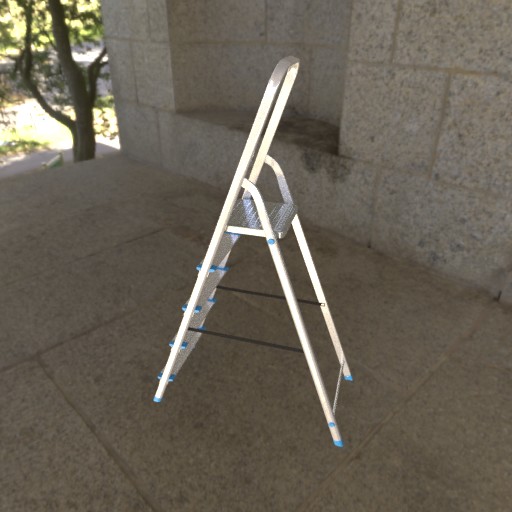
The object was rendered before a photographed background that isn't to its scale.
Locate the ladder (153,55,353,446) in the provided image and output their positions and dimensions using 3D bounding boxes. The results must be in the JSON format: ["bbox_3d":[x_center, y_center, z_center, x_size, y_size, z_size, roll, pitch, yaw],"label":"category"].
[{"bbox_3d":[0.000,0.000,1.998,0.990,1.648,0.468,8,30,14],"label":"ladder"}]
